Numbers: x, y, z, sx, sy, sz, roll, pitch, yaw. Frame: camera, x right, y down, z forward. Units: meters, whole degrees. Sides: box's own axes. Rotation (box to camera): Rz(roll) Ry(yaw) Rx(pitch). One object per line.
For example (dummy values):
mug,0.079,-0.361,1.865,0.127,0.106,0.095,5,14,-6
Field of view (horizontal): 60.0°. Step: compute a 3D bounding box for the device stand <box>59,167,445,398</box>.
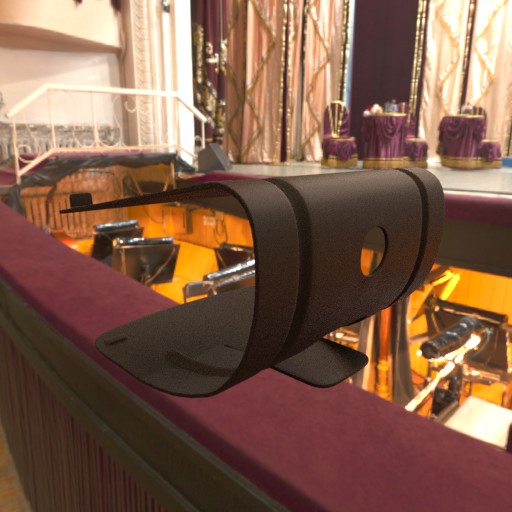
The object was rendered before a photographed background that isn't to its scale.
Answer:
device stand,0.000,0.000,0.398,0.236,0.155,0.256,14,19,43
